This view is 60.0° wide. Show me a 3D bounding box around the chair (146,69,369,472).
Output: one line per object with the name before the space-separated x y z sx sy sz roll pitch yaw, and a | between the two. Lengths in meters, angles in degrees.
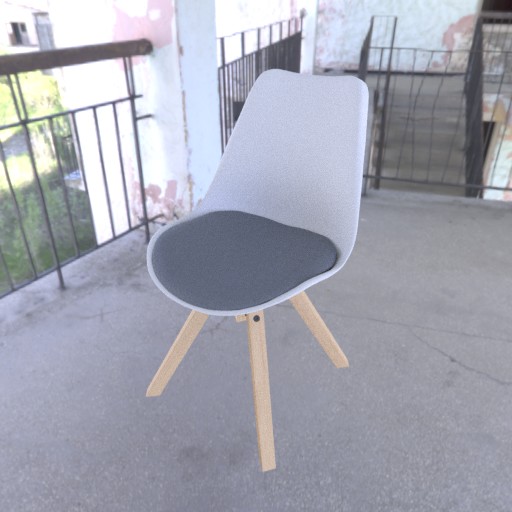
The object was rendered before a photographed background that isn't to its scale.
chair | 0.000 0.000 1.170 0.485 0.850 0.550 19 35 30
